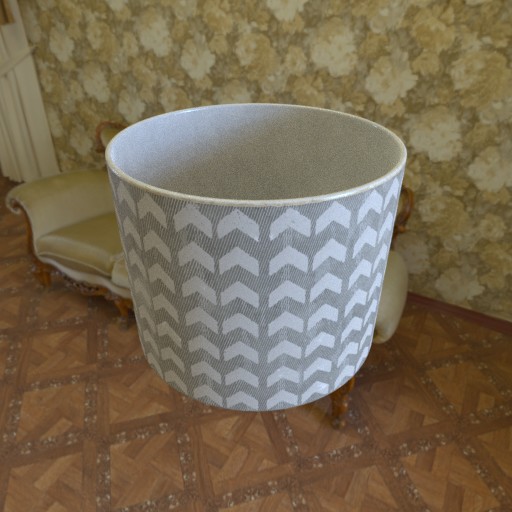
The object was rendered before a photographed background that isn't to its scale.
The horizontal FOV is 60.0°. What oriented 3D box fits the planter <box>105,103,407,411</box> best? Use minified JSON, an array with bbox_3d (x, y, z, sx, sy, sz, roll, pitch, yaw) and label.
[{"bbox_3d":[0.000,0.000,0.445,0.250,0.239,0.250,0,33,0],"label":"planter"}]
